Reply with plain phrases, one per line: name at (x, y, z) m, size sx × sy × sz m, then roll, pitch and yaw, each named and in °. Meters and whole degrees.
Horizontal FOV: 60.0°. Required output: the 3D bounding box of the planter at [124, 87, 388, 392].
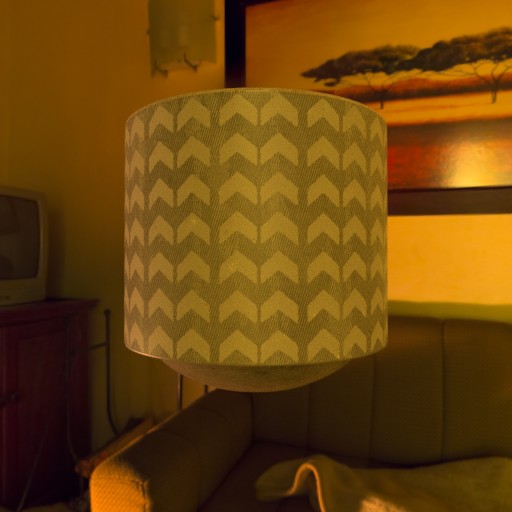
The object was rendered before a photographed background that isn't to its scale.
planter at (0.000, 0.000, 0.440) m, size 0.250 × 0.239 × 0.250 m, roll 0°, pitch -1°, yaw 0°
